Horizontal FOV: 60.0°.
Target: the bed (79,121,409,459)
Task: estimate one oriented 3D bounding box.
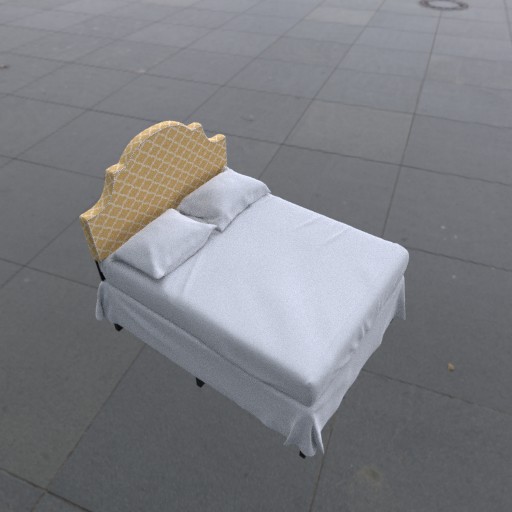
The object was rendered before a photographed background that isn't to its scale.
[{"bbox_3d":[0.000,0.000,3.486,2.222,1.633,1.780,26,48,26],"label":"bed"}]
